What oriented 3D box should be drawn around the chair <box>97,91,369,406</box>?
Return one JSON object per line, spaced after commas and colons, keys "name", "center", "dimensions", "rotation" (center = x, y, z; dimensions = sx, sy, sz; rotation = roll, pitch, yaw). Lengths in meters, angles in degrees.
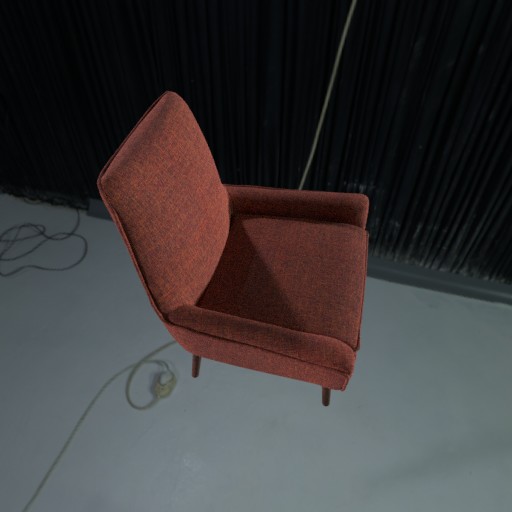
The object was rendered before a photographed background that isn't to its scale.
{"name": "chair", "center": [0.000, 0.000, 1.559], "dimensions": [0.784, 0.911, 0.803], "rotation": [10, 48, 9]}
